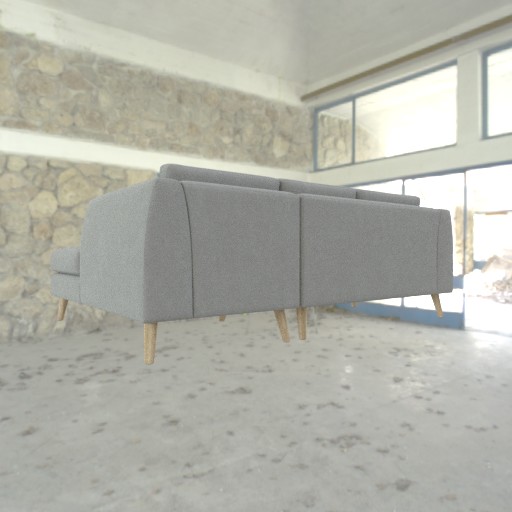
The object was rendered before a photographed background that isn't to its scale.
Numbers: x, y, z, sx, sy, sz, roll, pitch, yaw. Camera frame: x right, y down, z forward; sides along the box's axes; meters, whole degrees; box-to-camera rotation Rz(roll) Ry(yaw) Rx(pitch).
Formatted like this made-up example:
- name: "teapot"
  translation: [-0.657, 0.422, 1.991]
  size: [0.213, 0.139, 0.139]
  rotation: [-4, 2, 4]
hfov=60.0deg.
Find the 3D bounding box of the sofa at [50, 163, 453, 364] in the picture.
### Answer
- name: "sofa"
  translation: [0.000, 0.000, 3.027]
  size: [2.300, 0.860, 1.580]
  rotation: [0, 0, -37]
